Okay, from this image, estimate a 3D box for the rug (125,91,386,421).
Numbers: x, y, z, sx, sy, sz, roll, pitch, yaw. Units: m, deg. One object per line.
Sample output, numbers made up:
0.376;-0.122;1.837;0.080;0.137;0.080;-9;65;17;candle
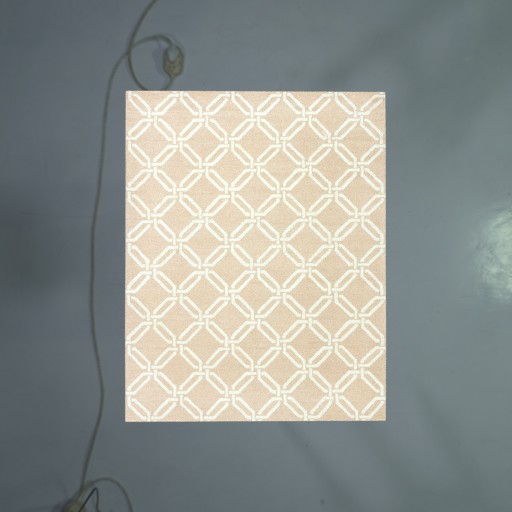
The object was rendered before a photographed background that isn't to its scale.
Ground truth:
0.000;0.000;3.896;2.288;0.018;2.895;0;90;-1;rug
